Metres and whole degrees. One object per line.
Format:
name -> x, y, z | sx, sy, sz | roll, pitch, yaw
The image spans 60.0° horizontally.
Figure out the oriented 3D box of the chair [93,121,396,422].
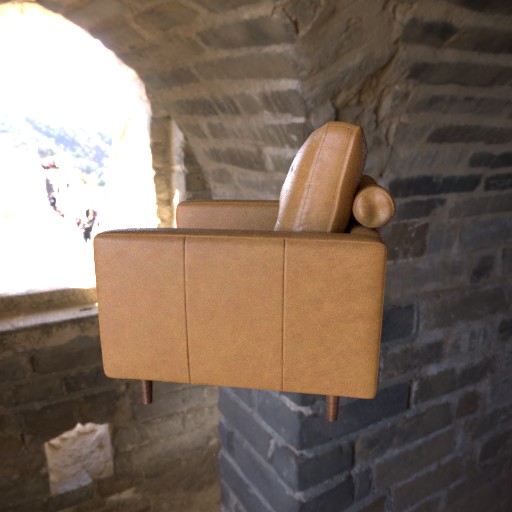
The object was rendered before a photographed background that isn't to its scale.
chair -> 0.000, 0.000, 1.577 | 0.868, 0.896, 0.831 | 2, 14, 9
